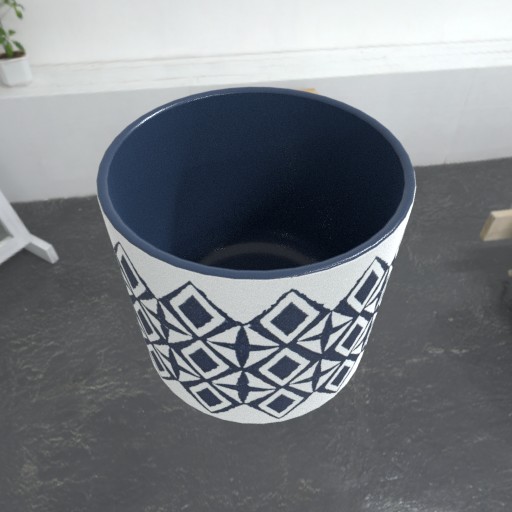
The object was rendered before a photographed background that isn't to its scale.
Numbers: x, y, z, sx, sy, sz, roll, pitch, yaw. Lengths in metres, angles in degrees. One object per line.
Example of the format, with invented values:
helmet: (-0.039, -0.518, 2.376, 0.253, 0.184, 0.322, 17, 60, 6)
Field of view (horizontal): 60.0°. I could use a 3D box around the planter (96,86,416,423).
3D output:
planter: (0.000, 0.000, 0.317, 0.182, 0.165, 0.182, 0, 47, 0)
